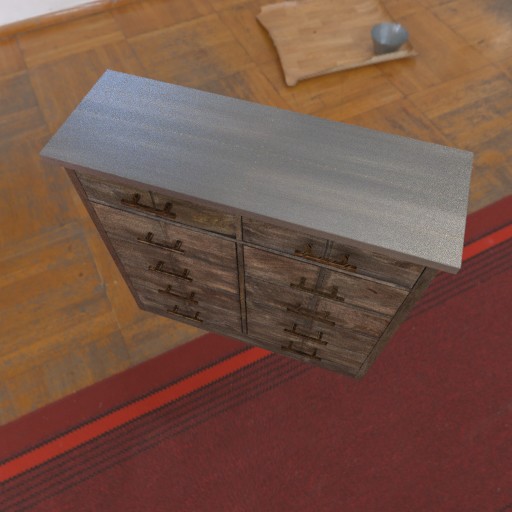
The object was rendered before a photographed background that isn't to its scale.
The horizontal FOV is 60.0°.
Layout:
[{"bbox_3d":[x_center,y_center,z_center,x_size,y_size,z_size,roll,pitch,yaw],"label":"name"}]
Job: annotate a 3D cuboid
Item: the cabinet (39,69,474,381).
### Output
[{"bbox_3d":[0.000,0.000,1.432,0.968,0.919,0.338,16,60,10],"label":"cabinet"}]
